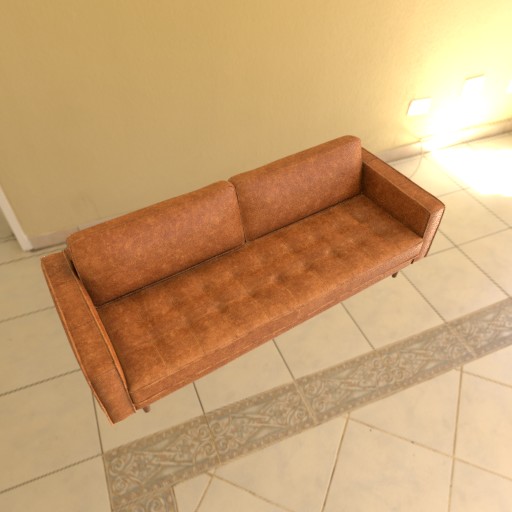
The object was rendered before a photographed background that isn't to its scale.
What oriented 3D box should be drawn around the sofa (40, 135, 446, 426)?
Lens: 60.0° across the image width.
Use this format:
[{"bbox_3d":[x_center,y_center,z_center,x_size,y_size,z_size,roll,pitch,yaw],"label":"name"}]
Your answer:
[{"bbox_3d":[0.000,0.000,2.615,2.199,0.779,0.886,-24,50,-22],"label":"sofa"}]
